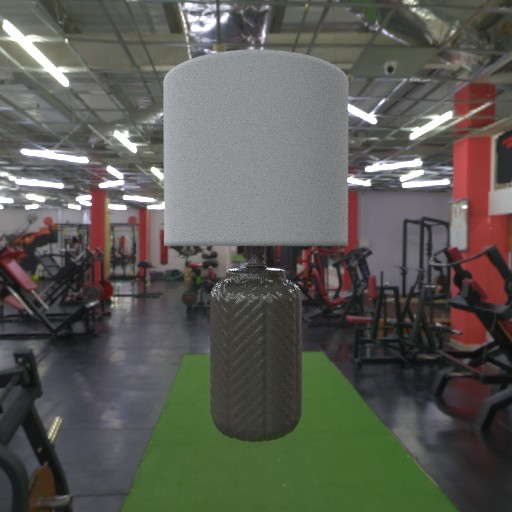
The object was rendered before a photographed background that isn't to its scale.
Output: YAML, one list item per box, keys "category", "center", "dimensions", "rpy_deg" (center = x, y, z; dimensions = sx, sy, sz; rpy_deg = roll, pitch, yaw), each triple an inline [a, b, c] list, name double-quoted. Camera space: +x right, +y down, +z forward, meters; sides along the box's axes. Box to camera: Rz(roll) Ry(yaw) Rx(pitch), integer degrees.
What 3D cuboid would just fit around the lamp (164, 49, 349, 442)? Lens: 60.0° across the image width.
- category: "lamp"
  center: [0.000, 0.000, 0.501]
  dimensions: [0.203, 0.389, 0.203]
  rpy_deg: [0, 1, -1]
